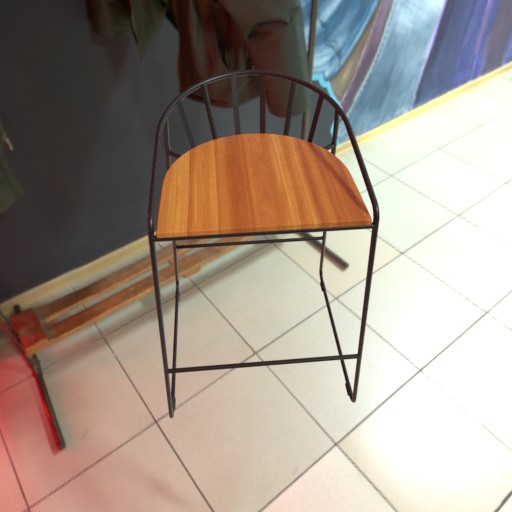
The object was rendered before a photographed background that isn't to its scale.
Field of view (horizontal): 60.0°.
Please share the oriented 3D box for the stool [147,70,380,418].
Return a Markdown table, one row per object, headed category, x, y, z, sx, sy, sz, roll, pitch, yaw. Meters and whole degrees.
| category | x | y | z | sx | sy | sz | roll | pitch | yaw |
| --- | --- | --- | --- | --- | --- | --- | --- | --- | --- |
| stool | 0.000 | 0.000 | 1.186 | 0.546 | 0.812 | 0.521 | -4 | 46 | -4 |
